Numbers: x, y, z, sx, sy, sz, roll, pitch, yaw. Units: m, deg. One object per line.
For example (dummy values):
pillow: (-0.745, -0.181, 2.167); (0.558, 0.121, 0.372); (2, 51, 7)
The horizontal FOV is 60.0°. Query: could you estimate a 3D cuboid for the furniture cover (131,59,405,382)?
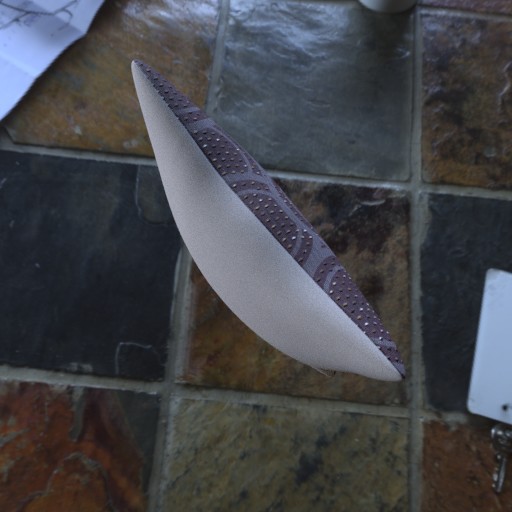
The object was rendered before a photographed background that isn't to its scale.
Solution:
furniture cover: (0.000, 0.000, 0.804); (0.193, 0.509, 0.552); (-38, 79, -9)
